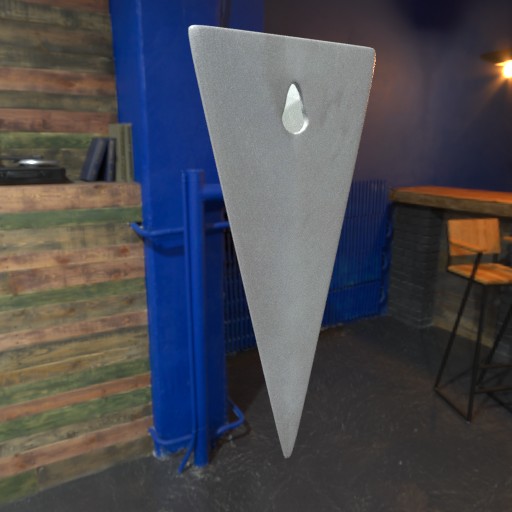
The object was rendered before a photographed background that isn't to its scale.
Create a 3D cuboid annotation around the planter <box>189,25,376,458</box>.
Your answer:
[{"bbox_3d":[0.000,0.000,0.153,0.058,0.130,0.047,-7,16,-27],"label":"planter"}]
